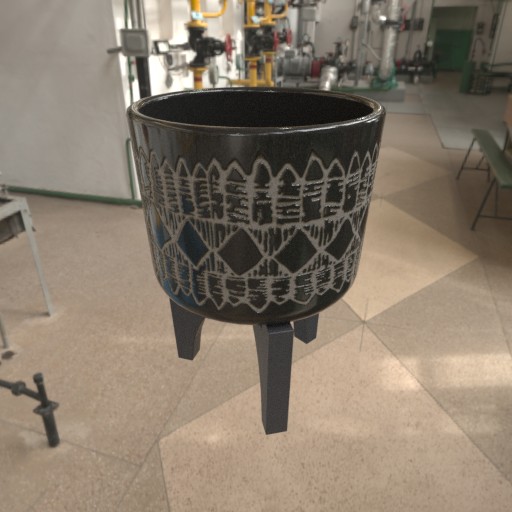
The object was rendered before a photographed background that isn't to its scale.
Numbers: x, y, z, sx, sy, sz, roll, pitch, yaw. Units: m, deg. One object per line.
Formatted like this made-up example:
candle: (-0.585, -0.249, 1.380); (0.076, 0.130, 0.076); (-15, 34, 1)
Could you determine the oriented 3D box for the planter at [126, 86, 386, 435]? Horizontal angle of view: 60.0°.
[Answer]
planter: (0.000, 0.000, 0.268); (0.129, 0.177, 0.129); (0, 28, 0)
